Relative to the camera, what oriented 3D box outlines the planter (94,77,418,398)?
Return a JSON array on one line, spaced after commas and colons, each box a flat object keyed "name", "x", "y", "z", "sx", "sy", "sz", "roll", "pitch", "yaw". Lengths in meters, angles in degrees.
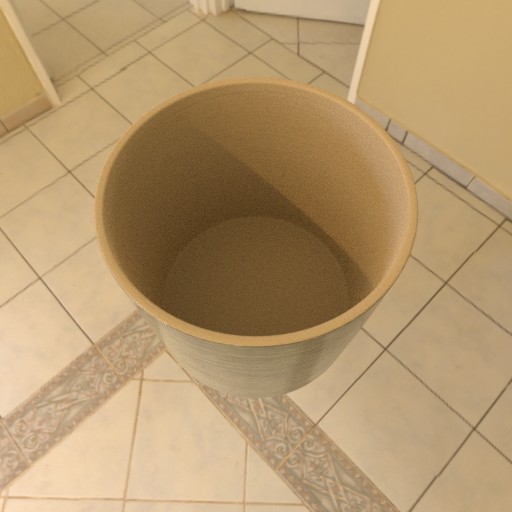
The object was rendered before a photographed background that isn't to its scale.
[{"name": "planter", "x": 0.000, "y": 0.000, "z": 0.395, "sx": 0.221, "sy": 0.201, "sz": 0.221, "roll": 0, "pitch": 63, "yaw": 0}]
